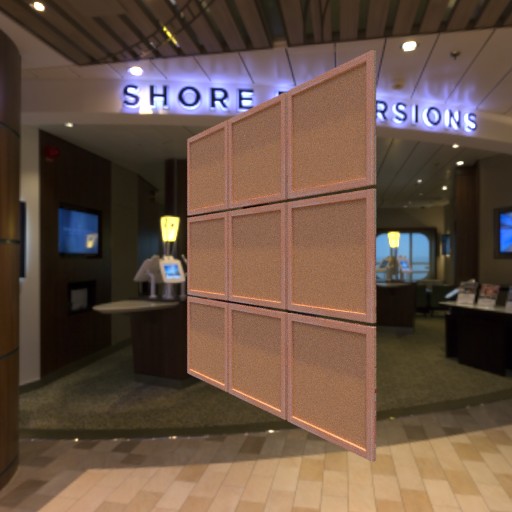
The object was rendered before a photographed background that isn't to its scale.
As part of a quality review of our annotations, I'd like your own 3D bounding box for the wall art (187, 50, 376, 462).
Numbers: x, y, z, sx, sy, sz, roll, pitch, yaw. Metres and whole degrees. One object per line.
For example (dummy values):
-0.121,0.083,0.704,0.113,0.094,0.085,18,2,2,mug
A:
0.000,0.000,1.354,0.012,0.910,0.911,0,0,-35,wall art
